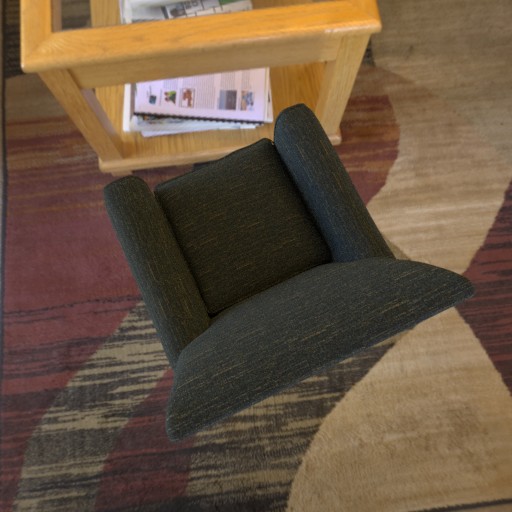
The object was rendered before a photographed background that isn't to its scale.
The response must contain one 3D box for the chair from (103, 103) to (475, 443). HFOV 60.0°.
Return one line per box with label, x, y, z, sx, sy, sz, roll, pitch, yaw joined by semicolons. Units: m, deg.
chair;0.000;0.000;1.632;0.864;0.928;0.873;-25;77;-6
